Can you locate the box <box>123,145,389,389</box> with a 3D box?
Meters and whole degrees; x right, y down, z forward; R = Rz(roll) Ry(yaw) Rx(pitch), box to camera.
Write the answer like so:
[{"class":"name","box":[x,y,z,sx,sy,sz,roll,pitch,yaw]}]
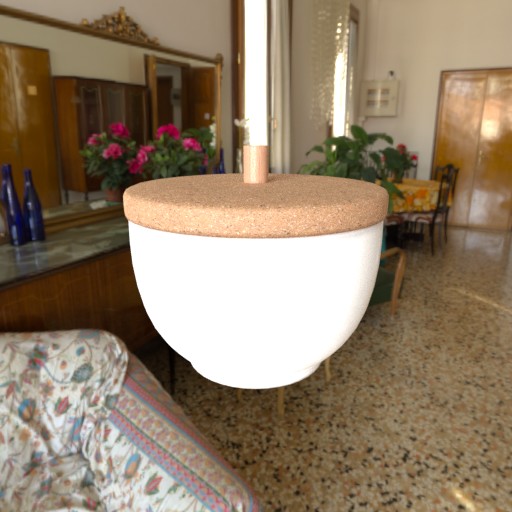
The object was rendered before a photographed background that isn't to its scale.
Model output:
[{"class":"box","box":[0.000,0.000,0.194,0.107,0.094,0.107,0,16,0]}]
